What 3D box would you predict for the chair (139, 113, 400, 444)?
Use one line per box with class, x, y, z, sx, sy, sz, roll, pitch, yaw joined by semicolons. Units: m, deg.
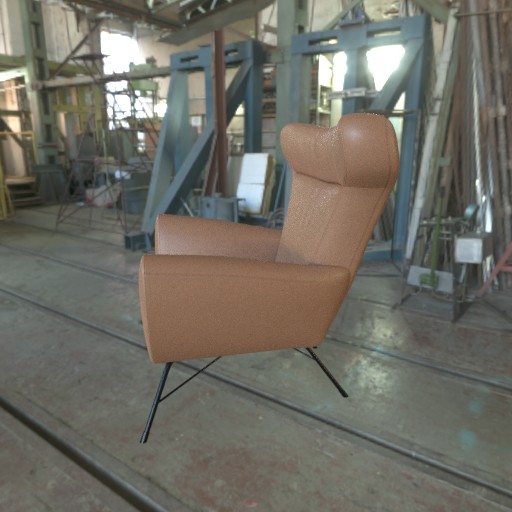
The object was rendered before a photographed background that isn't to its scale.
chair;0.000;0.000;1.770;0.900;1.050;0.980;-2;15;-8
